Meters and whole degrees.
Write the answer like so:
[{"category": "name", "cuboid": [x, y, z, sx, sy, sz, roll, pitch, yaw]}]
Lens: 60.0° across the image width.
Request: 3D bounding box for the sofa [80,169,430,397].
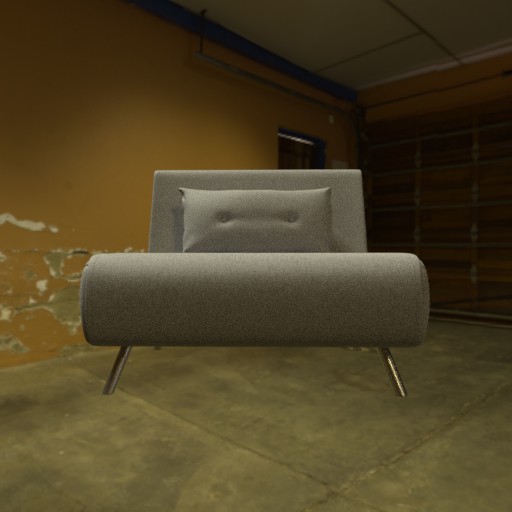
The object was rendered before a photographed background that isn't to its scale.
[{"category": "sofa", "cuboid": [0.000, 0.000, 1.741, 1.020, 0.825, 1.000, 0, 0, 1]}]
